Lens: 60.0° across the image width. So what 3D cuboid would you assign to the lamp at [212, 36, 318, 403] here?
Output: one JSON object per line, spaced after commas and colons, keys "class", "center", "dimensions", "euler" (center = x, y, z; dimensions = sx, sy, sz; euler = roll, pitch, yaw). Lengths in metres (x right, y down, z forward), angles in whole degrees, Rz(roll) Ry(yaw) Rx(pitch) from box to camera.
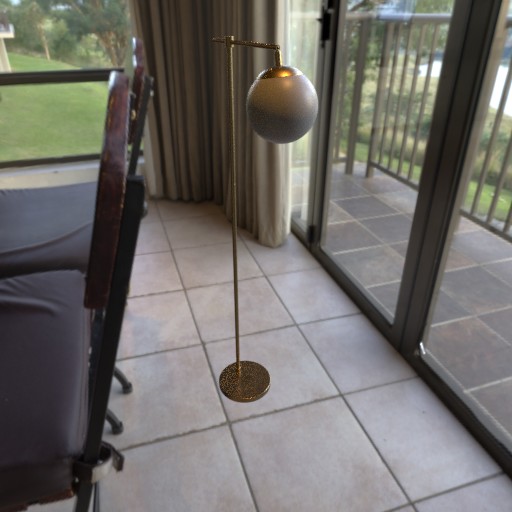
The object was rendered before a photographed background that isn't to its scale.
{"class": "lamp", "center": [0.000, 0.000, 1.708], "dimensions": [0.249, 1.505, 0.476], "euler": [-21, 36, -31]}
